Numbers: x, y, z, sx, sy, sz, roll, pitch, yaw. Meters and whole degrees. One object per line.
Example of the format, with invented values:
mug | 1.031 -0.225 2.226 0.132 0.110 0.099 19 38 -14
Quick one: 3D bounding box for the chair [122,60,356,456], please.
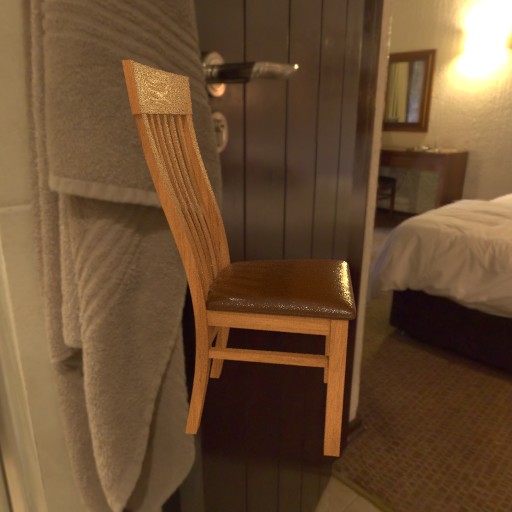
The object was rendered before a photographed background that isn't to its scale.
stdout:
chair | 0.000 0.000 1.340 0.580 1.050 0.450 3 18 8
